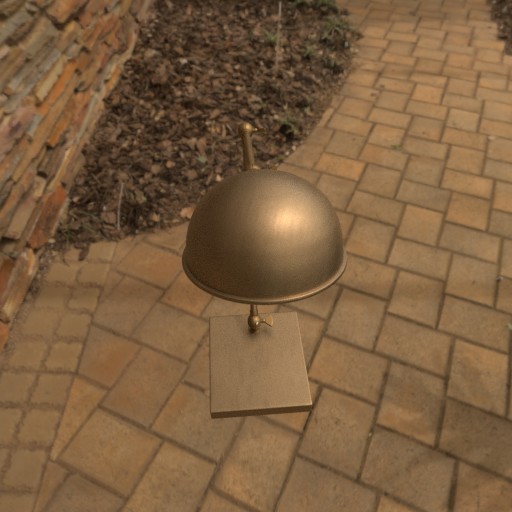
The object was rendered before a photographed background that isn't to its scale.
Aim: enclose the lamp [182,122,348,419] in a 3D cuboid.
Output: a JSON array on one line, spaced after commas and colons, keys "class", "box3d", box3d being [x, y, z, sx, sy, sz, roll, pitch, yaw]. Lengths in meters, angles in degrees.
[{"class": "lamp", "box3d": [0.000, 0.000, 0.551, 0.149, 0.371, 0.339, -3, 47, -3]}]
